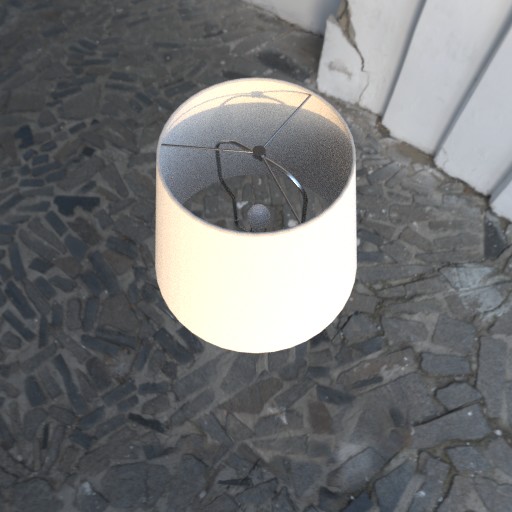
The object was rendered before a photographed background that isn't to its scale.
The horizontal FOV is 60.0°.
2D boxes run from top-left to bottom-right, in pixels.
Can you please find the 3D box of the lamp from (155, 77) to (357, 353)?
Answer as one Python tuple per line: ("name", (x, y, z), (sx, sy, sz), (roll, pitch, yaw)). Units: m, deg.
("lamp", (0.000, 0.000, 0.793), (0.355, 0.582, 0.355), (0, 64, 0))
